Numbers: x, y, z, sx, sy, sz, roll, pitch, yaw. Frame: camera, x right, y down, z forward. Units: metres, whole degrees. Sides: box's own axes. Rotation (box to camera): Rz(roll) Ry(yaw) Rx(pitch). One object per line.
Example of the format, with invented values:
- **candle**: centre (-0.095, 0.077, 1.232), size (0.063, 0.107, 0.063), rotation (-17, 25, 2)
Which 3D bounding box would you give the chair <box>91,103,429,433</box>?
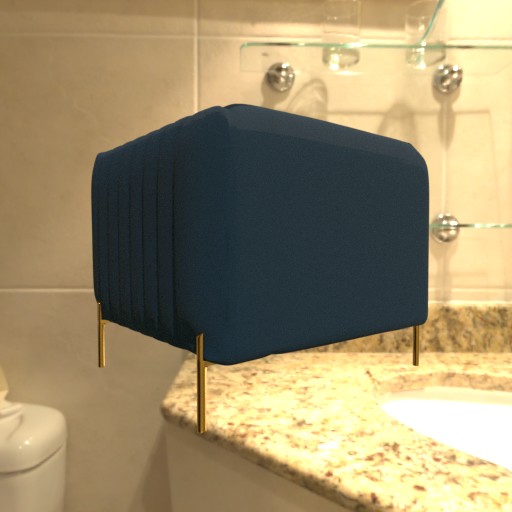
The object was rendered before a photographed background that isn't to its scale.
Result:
- **chair**: centre (0.000, 0.000, 1.599), size (0.947, 0.793, 0.877), rotation (-2, 2, -38)
